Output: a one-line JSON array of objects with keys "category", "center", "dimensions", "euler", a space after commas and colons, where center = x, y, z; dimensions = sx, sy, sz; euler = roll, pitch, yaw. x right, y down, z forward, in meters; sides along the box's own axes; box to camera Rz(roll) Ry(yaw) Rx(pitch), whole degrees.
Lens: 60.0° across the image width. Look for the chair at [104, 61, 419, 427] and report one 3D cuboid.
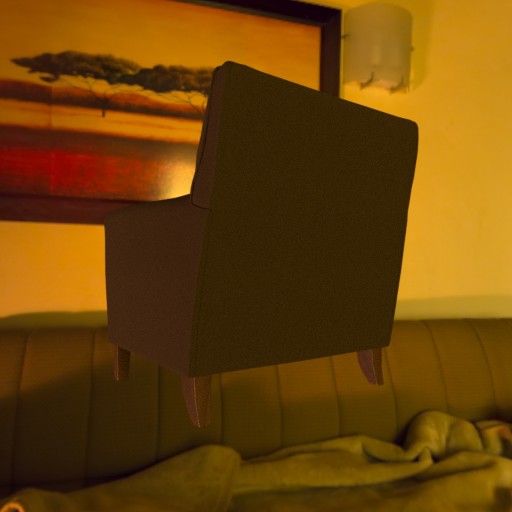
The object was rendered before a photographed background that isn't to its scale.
[{"category": "chair", "center": [0.000, 0.000, 1.586], "dimensions": [0.836, 0.911, 0.831], "euler": [1, -2, -36]}]
